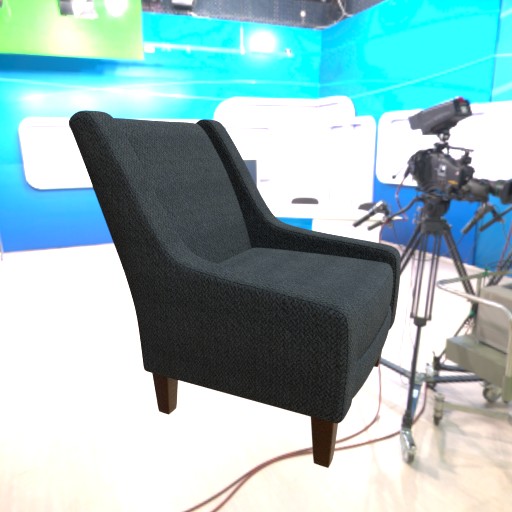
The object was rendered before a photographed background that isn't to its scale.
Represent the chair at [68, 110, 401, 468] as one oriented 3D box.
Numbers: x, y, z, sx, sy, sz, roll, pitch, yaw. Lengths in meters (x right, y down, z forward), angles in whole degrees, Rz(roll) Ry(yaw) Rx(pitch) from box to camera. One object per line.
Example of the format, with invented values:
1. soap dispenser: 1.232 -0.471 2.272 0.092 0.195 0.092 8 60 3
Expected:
1. chair: 0.000 0.000 1.641 0.944 1.012 0.793 7 16 26
